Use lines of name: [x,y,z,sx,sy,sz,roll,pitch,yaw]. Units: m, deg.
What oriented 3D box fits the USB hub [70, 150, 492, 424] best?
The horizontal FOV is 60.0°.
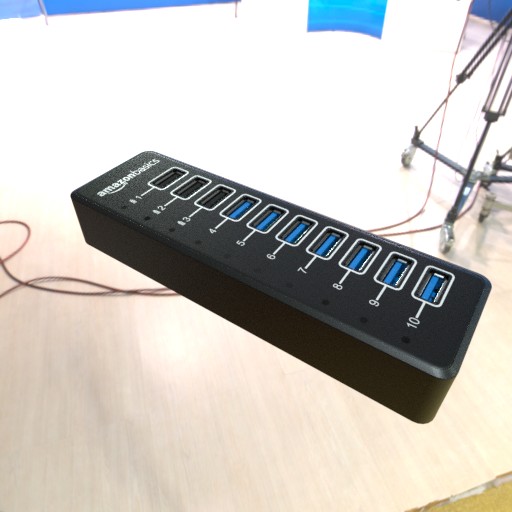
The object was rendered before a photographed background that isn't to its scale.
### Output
USB hub: [0.000,0.000,0.158,0.145,0.023,0.044,24,47,25]
